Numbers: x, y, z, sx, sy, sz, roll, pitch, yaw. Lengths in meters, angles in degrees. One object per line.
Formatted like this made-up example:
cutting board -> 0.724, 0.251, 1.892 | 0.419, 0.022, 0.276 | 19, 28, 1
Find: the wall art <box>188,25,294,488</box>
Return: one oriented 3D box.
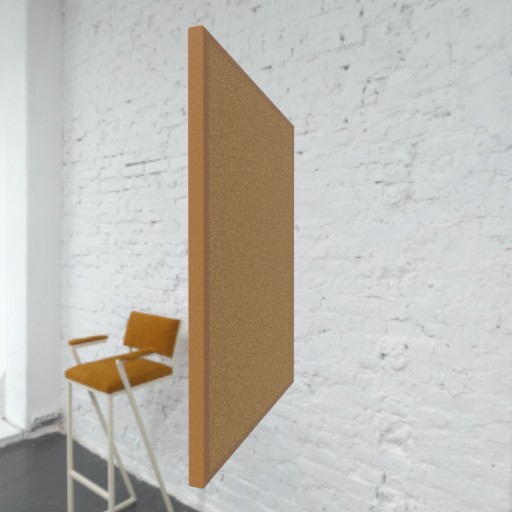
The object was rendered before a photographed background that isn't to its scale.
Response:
wall art -> 0.000, 0.000, 0.745 | 0.022, 0.553, 0.452 | 0, 1, 19
